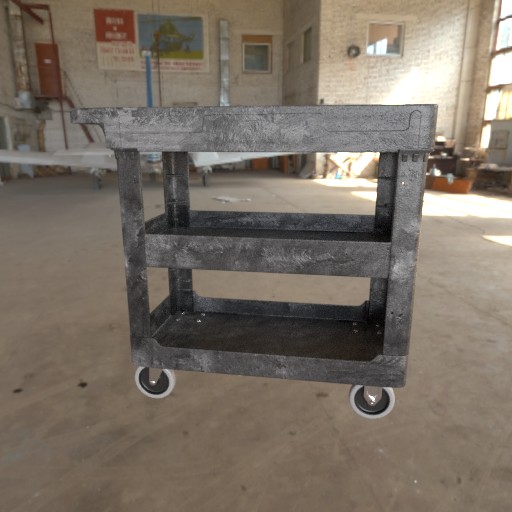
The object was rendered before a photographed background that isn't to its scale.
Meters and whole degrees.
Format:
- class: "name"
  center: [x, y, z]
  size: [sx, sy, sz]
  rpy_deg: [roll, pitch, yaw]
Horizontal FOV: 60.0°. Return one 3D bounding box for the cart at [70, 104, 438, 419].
- class: "cart"
  center: [0.000, 0.000, 1.324]
  size: [0.877, 0.824, 0.420]
  rpy_deg: [2, 15, 9]
